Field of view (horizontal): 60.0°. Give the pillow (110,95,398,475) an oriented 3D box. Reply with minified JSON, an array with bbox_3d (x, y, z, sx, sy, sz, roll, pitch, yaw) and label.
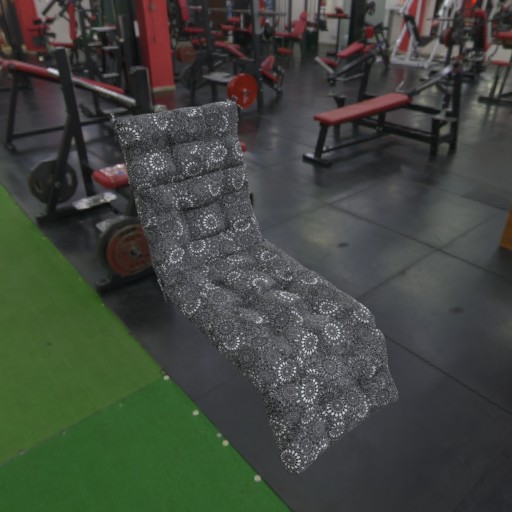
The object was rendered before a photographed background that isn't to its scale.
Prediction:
[{"bbox_3d":[0.000,0.000,1.514,0.526,0.863,1.016,-22,38,-31],"label":"pillow"}]
